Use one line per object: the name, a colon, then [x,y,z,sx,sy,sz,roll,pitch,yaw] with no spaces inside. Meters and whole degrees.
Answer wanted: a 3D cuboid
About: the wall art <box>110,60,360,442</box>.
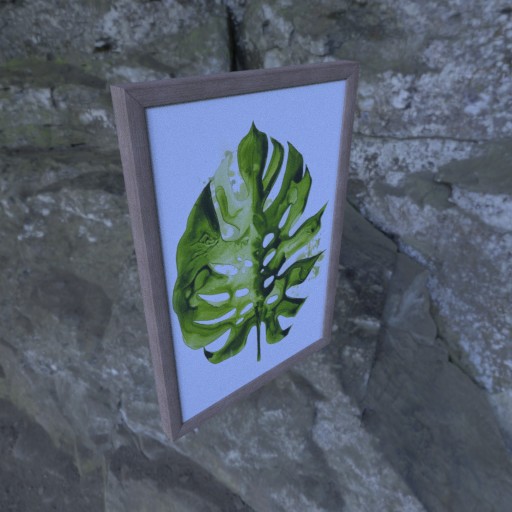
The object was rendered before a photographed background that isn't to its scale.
wall art: [0.000,0.000,0.657,0.356,0.509,0.031,-22,36,-34]
